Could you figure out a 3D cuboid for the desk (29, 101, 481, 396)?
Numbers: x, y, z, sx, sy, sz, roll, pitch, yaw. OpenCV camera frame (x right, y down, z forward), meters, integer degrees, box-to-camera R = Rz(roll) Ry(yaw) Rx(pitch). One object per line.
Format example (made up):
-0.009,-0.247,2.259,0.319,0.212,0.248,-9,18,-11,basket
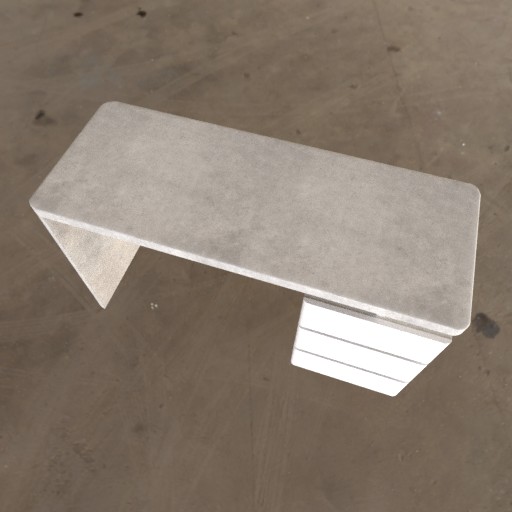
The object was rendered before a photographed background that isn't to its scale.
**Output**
0.000,0.000,1.772,1.400,0.755,0.550,16,60,9,desk
